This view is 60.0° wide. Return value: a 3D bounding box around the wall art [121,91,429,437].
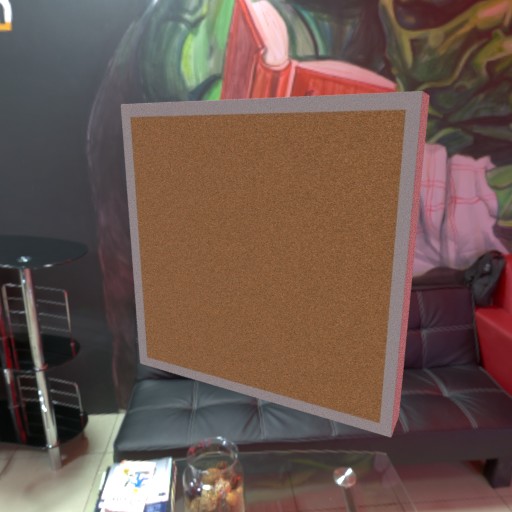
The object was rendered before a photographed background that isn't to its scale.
[{"bbox_3d":[0.000,0.000,0.459,0.305,0.305,0.038,8,17,26],"label":"wall art"}]
